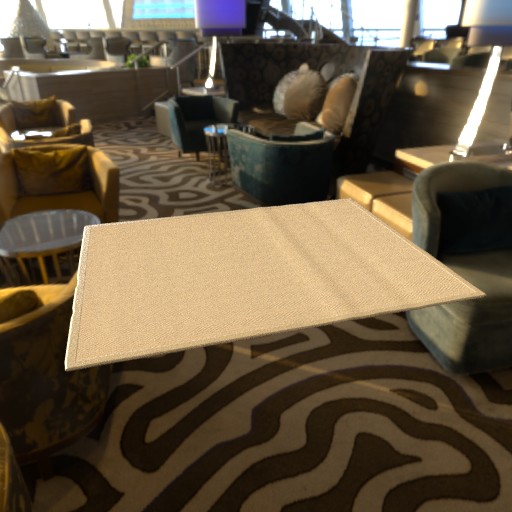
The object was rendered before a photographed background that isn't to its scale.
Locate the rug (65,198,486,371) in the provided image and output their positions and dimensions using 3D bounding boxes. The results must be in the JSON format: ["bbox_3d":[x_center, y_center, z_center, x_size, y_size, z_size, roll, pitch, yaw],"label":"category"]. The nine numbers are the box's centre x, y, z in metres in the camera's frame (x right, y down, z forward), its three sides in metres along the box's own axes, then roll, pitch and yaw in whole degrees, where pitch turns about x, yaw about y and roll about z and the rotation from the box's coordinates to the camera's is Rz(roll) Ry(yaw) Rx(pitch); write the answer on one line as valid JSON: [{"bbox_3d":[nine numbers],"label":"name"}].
[{"bbox_3d":[0.000,0.000,4.801,3.659,0.037,2.734,-7,28,-14],"label":"rug"}]
